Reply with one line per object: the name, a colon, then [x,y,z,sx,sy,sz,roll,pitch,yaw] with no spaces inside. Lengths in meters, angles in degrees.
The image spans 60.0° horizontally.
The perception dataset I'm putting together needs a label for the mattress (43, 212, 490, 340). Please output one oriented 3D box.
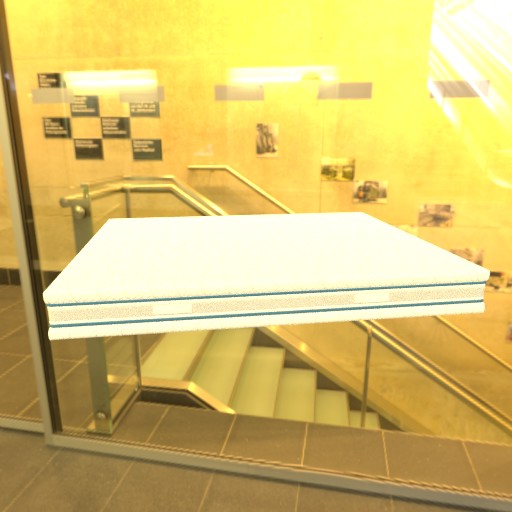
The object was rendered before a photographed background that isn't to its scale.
mattress: [0.000,0.000,2.734,2.000,0.230,1.600,-2,16,-8]
